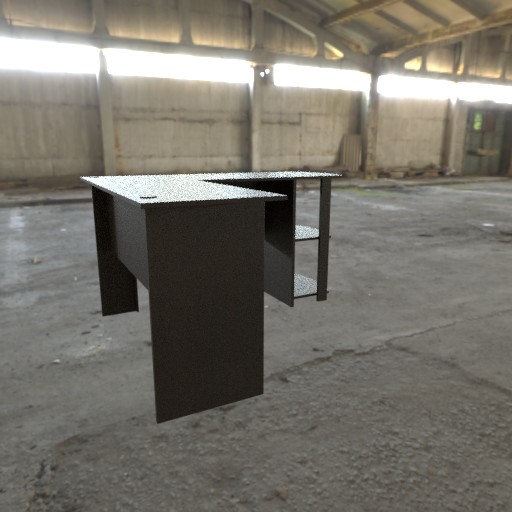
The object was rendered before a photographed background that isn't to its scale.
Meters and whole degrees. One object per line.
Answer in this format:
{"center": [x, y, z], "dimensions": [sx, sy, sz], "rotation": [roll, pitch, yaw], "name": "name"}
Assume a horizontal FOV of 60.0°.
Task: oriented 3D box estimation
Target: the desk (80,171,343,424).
{"center": [0.000, 0.000, 2.109], "dimensions": [1.361, 0.716, 1.303], "rotation": [-7, 15, -27], "name": "desk"}
